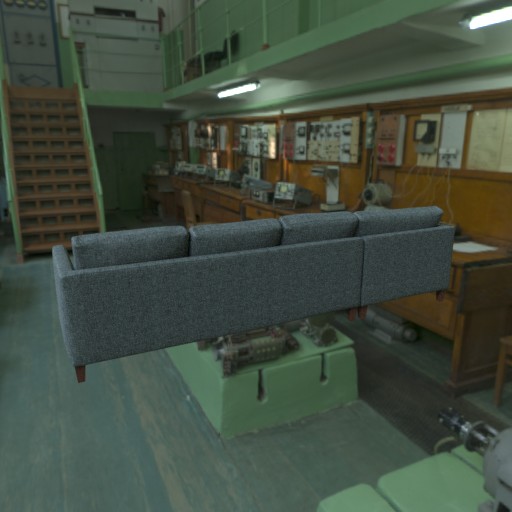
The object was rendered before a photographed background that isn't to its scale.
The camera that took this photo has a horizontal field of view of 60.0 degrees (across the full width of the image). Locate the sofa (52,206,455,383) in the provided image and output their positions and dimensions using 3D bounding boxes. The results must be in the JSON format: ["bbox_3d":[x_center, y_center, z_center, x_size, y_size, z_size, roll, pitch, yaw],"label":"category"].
[{"bbox_3d":[0.000,0.000,4.180,3.485,0.960,1.635,-7,16,-26],"label":"sofa"}]
